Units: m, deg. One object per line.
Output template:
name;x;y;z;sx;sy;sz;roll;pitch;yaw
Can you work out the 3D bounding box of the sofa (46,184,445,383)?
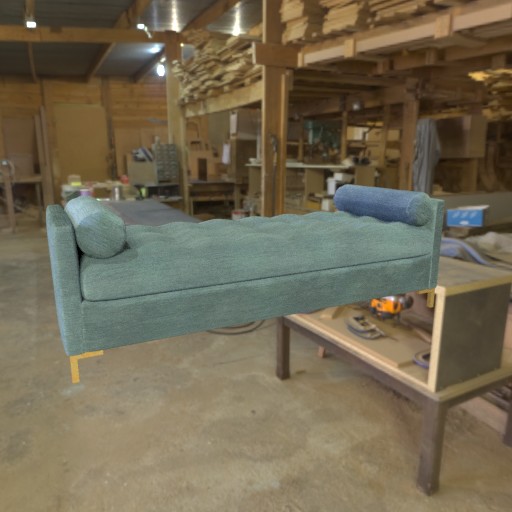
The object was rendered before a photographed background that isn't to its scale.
sofa;0.000;0.000;2.507;2.102;0.705;0.796;-7;15;-26
